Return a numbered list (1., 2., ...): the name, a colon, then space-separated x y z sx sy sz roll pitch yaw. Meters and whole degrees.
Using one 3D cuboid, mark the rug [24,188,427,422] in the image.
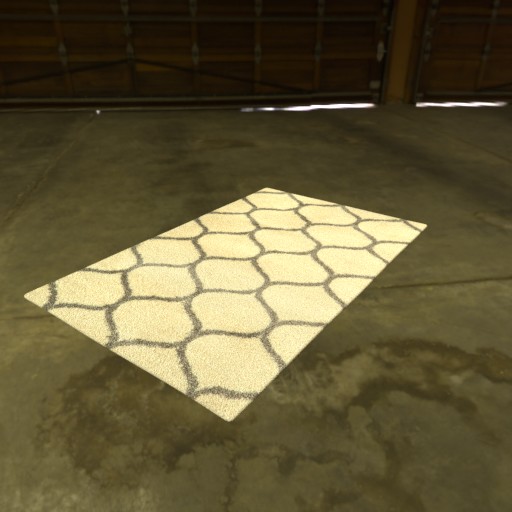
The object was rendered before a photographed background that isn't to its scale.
1. rug: 0.000 0.000 2.913 1.501 0.024 2.348 19 32 32
